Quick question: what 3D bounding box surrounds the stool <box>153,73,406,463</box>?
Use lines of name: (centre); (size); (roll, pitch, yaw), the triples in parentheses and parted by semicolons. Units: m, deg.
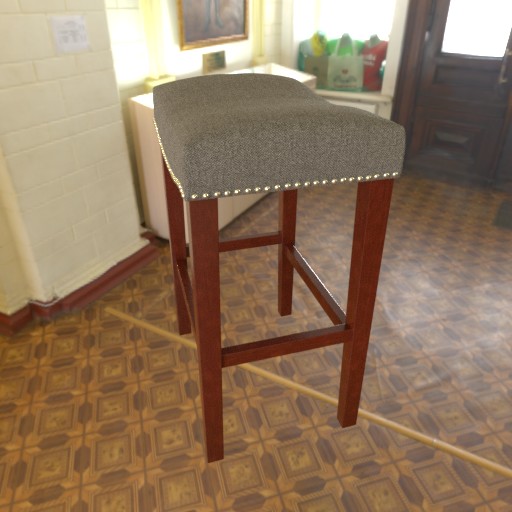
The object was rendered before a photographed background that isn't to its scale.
stool: (0.000, 0.000, 1.038); (0.372, 0.742, 0.504); (-8, 31, -14)
